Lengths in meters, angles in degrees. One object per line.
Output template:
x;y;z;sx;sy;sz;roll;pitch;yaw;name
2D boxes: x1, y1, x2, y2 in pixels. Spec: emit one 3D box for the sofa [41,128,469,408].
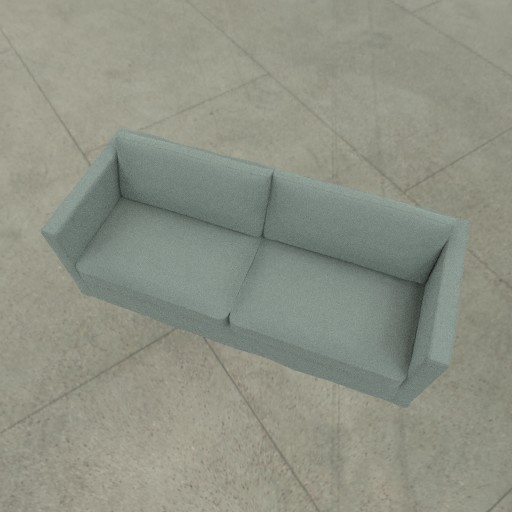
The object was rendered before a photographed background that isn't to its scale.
0.000;0.000;2.756;2.312;0.853;0.962;17;59;11;sofa
